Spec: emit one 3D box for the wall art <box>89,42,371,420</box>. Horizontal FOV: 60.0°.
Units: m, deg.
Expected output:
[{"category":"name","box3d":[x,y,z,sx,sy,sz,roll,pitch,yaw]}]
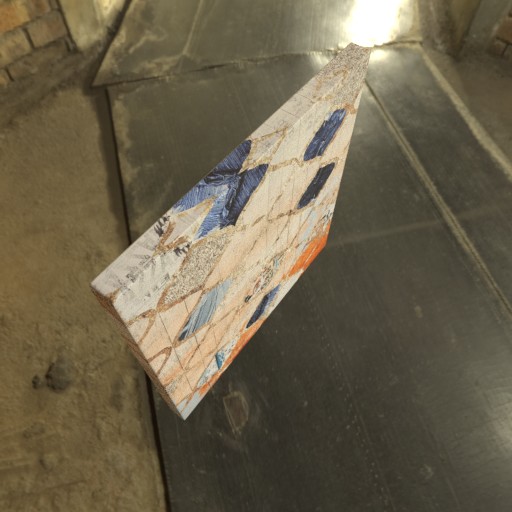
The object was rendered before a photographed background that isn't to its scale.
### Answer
[{"category":"wall art","box3d":[0.000,0.000,0.748,0.038,0.508,0.507,32,63,19]}]
